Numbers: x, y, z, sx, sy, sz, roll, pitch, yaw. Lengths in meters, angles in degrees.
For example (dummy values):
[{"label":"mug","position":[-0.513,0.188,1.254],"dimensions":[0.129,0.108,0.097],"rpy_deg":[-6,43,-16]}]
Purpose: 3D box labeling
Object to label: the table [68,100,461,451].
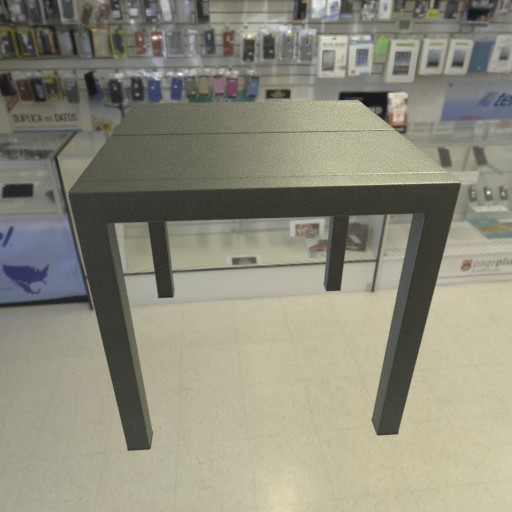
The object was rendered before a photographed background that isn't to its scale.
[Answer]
[{"label":"table","position":[0.000,0.000,0.912],"dimensions":[0.508,0.508,0.508],"rpy_deg":[-2,31,-3]}]
